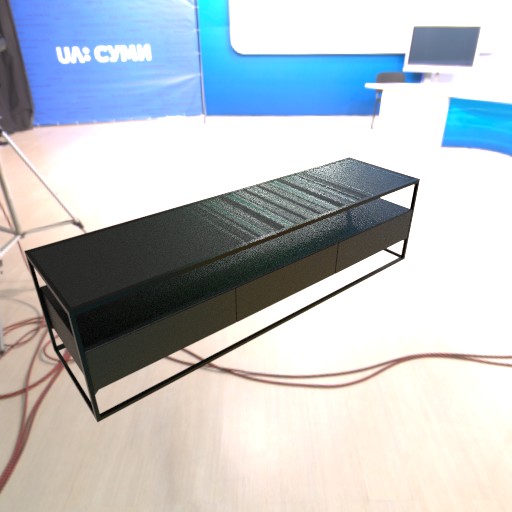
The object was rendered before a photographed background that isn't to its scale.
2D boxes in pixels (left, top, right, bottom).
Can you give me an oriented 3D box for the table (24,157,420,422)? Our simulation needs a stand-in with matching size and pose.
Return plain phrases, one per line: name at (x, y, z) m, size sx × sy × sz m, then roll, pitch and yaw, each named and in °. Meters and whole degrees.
table at (0.000, 0.000, 1.713) m, size 1.486 × 0.395 × 0.399 m, roll -22°, pitch 36°, yaw -33°
